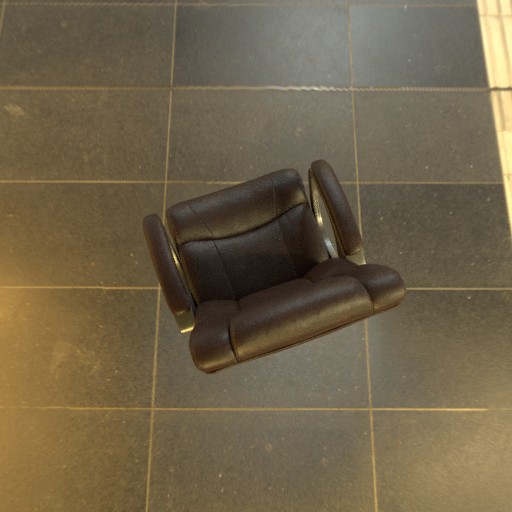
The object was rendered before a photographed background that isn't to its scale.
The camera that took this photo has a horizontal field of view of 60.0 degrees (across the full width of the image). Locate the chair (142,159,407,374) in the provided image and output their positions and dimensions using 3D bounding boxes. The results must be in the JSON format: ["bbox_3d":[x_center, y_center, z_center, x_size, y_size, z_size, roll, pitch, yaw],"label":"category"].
[{"bbox_3d":[0.000,0.000,1.559,0.656,1.128,0.692,-19,76,-5],"label":"chair"}]
